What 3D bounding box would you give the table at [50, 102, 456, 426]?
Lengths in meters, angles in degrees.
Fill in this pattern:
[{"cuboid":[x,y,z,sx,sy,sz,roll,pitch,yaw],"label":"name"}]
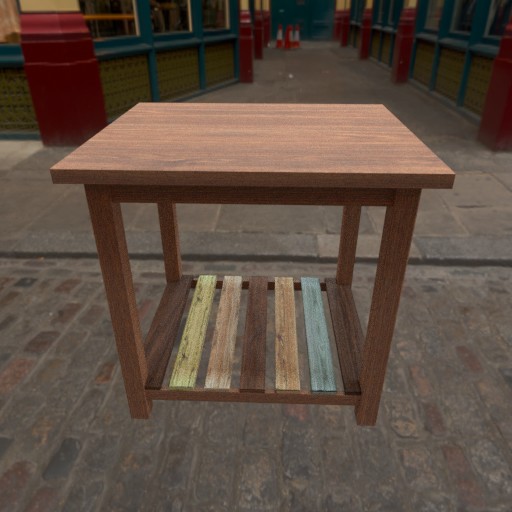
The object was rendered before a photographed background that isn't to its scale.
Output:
[{"cuboid":[0.000,0.000,1.119,0.660,0.635,0.559,1,30,2],"label":"table"}]
